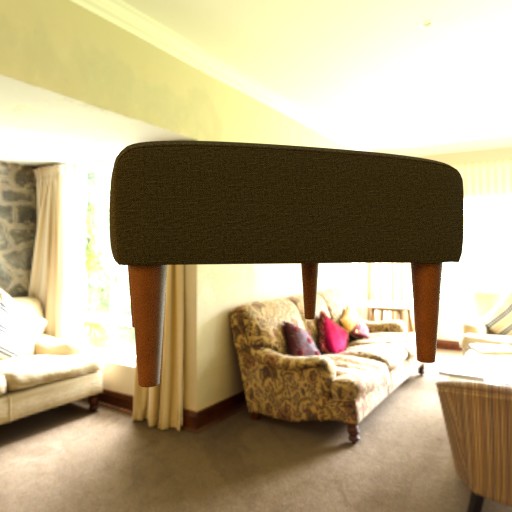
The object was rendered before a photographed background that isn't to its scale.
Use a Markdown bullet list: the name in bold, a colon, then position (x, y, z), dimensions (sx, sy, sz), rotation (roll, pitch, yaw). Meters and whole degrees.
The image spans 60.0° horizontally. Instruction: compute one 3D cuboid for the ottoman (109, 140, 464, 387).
- **ottoman**: position (0.000, 0.000, 1.037), dimensions (0.649, 0.398, 0.650), rotation (0, 1, -17)
